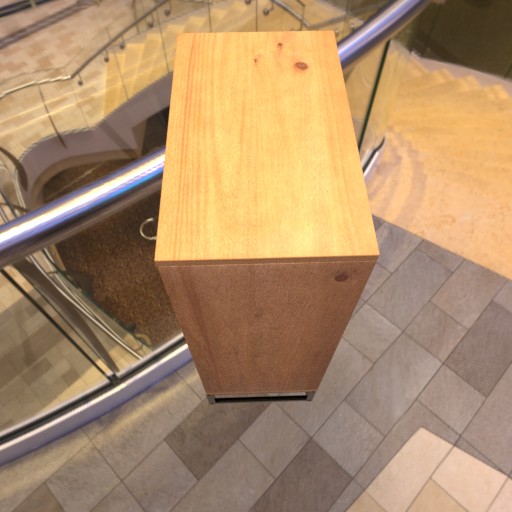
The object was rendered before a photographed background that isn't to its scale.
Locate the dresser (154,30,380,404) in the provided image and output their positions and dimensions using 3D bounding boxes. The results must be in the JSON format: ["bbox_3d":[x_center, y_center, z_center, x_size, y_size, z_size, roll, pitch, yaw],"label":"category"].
[{"bbox_3d":[0.000,0.000,1.608,0.479,1.240,0.761,-2,59,-1],"label":"dresser"}]
